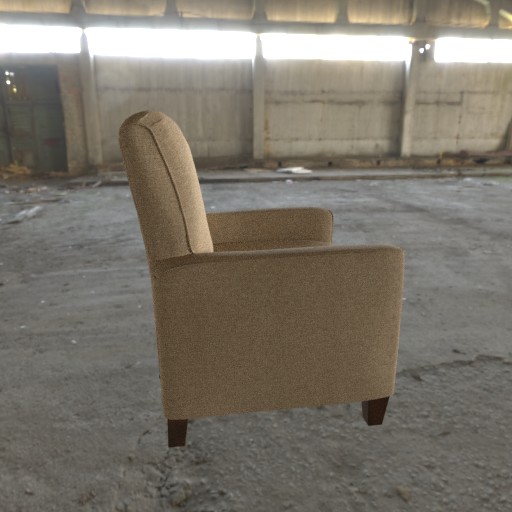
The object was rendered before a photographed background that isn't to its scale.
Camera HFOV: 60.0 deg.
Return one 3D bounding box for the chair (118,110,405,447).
[{"bbox_3d":[0.000,0.000,1.672,0.858,1.028,0.841,-3,16,-9],"label":"chair"}]
